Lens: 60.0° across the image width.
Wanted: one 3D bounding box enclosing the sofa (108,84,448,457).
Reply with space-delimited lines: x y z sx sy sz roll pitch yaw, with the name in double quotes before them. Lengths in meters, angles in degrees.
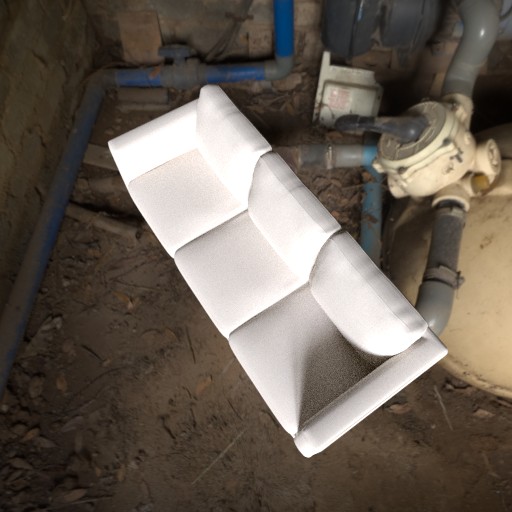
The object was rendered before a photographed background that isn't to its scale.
"sofa" 0.000 0.000 2.531 0.802 0.912 2.029 -31 67 -15
